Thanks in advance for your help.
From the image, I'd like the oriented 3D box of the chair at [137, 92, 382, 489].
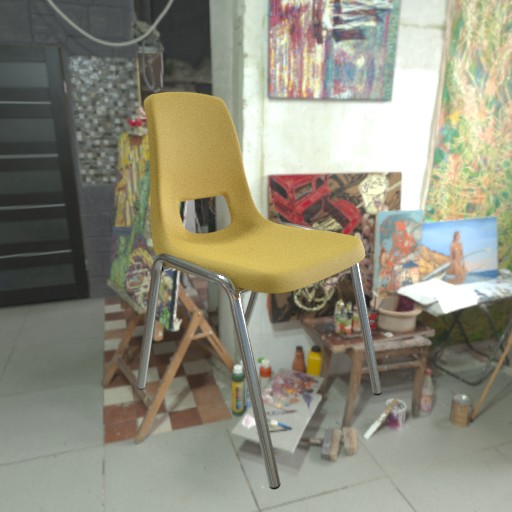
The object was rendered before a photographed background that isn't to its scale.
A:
[{"bbox_3d":[0.000,0.000,0.917,0.436,0.653,0.381,15,23,40],"label":"chair"}]
